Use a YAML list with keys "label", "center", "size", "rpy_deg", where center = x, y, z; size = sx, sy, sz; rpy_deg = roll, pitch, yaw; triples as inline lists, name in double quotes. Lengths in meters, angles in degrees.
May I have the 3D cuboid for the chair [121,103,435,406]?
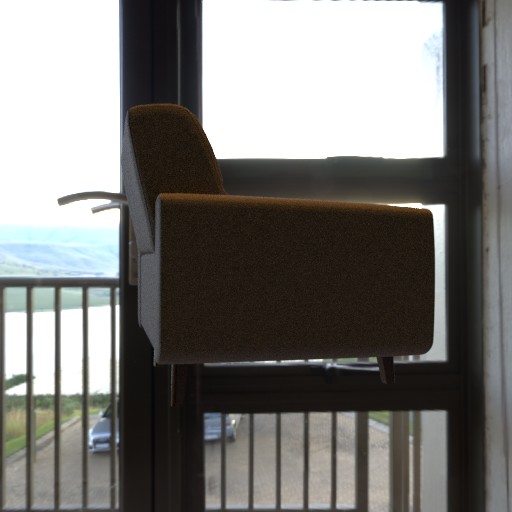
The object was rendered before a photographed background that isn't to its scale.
- label: "chair"
  center: [0.000, 0.000, 1.573]
  size: [0.907, 0.839, 0.831]
  rpy_deg: [0, 0, -18]
